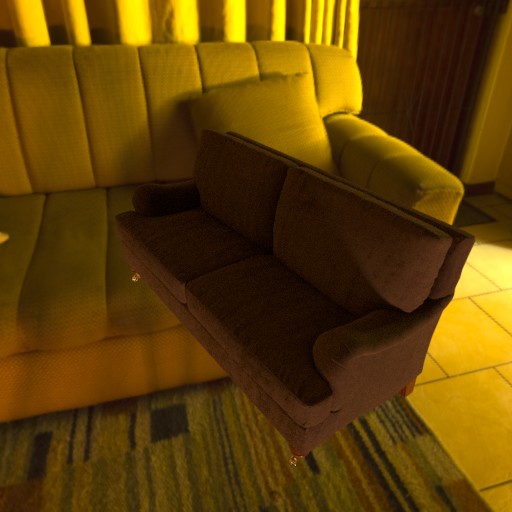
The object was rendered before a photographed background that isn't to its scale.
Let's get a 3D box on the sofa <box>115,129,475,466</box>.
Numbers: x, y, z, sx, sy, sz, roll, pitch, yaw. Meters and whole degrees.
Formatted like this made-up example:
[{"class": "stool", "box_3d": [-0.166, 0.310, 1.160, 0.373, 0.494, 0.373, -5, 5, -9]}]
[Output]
[{"class": "sofa", "box_3d": [0.000, 0.000, 2.776, 1.086, 1.087, 2.165, -21, 38, -30]}]
